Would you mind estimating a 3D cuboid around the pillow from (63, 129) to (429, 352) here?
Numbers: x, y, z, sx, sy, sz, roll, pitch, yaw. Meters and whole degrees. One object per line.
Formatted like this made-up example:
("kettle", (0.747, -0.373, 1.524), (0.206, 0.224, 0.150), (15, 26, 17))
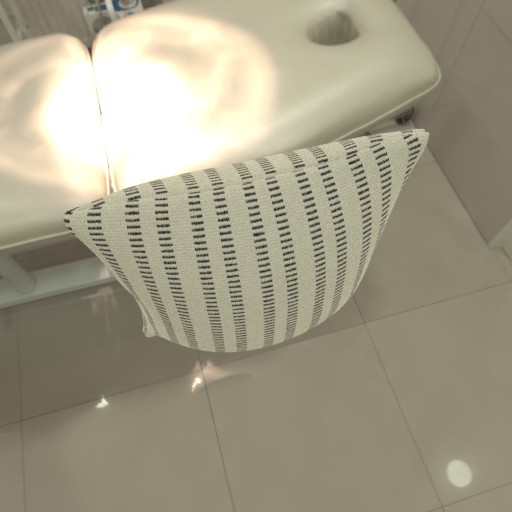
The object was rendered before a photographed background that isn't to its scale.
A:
("pillow", (0.000, 0.000, 0.684), (0.438, 0.419, 0.247), (-14, 63, -7))
